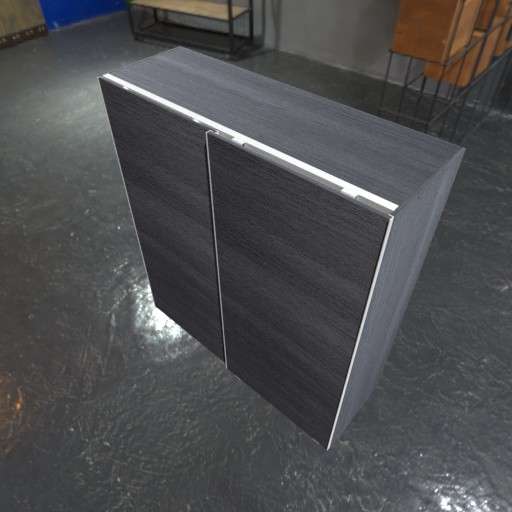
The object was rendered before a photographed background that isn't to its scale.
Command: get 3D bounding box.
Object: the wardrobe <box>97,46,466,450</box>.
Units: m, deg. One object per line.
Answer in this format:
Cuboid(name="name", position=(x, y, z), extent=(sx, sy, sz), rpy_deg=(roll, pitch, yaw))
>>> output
Cuboid(name="wardrobe", position=(0.000, 0.000, 2.779), extent=(1.780, 1.960, 0.629), rpy_deg=(32, 53, 28))
